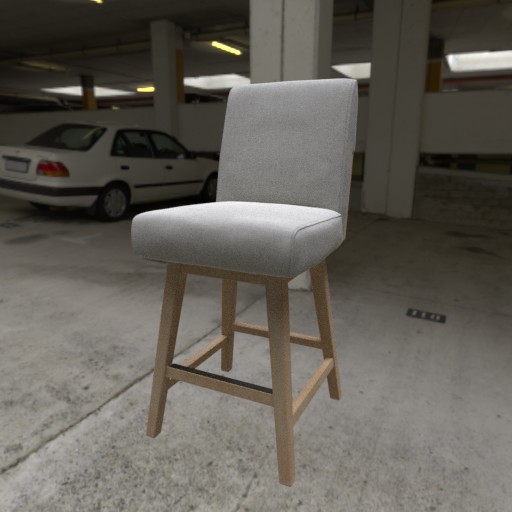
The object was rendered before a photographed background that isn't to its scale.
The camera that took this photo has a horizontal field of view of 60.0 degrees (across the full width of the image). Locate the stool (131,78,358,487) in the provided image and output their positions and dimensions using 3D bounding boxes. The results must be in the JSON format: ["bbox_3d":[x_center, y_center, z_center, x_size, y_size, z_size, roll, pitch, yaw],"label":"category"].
[{"bbox_3d":[0.000,0.000,1.385,0.507,1.085,0.606,7,16,25],"label":"stool"}]
